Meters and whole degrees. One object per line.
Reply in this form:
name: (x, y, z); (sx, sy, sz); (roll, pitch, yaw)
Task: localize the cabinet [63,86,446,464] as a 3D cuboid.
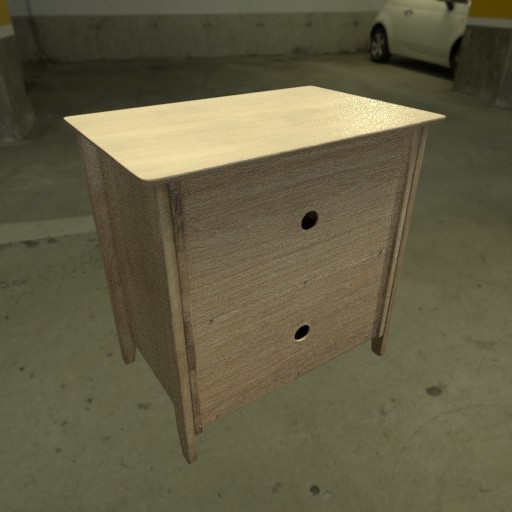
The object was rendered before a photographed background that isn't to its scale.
cabinet: (0.000, 0.000, 1.237); (0.763, 0.762, 0.503); (-19, 35, -29)
